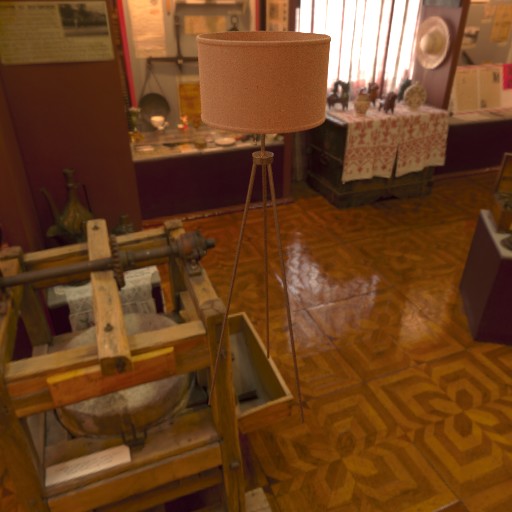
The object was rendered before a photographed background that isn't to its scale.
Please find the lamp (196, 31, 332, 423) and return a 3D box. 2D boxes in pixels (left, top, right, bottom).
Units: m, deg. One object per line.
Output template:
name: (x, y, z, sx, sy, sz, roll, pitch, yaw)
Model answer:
lamp: (0.000, 0.000, 1.732, 0.460, 1.545, 0.449, -10, 32, -16)
